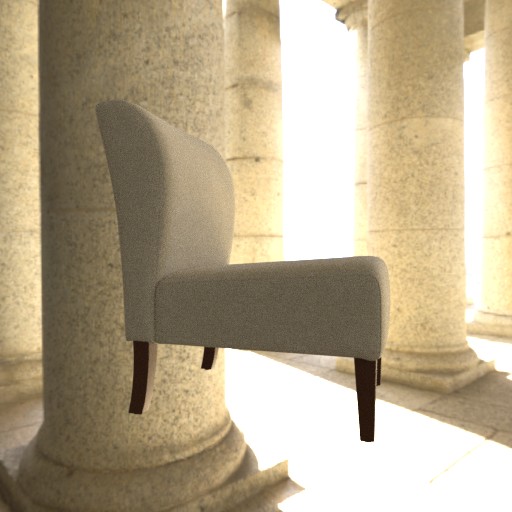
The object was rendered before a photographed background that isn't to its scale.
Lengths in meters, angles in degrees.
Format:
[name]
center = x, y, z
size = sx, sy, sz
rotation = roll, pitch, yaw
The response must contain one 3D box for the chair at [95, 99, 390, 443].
[chair]
center = 0.000, 0.000, 1.303
size = 0.754, 0.833, 0.521
rotation = 0, 1, 18
